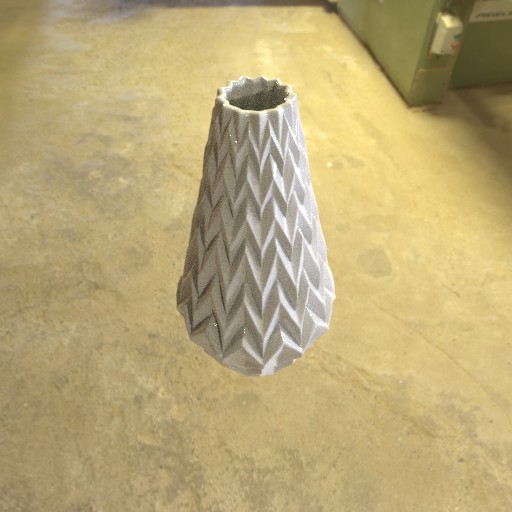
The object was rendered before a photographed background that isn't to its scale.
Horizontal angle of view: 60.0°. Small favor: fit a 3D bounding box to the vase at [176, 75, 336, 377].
[{"bbox_3d":[0.000,0.000,0.422,0.167,0.328,0.167,0,48,0],"label":"vase"}]
